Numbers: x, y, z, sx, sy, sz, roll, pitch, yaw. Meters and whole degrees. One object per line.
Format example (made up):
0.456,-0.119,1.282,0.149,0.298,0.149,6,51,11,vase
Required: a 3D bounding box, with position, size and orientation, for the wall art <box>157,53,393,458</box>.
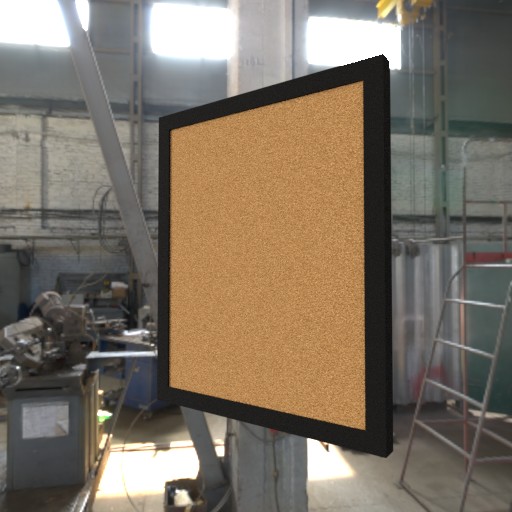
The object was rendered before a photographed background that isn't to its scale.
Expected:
0.000,0.000,0.756,0.457,0.559,0.029,-1,-2,36,wall art
